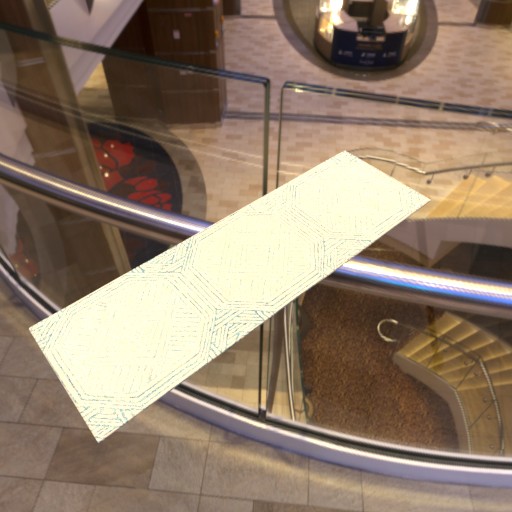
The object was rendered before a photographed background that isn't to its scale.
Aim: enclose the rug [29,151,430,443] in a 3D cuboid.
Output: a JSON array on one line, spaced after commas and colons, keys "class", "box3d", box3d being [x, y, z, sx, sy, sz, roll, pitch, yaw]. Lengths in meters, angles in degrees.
[{"class": "rug", "box3d": [0.000, 0.000, 2.642, 2.452, 0.012, 0.775, -32, 55, -26]}]
